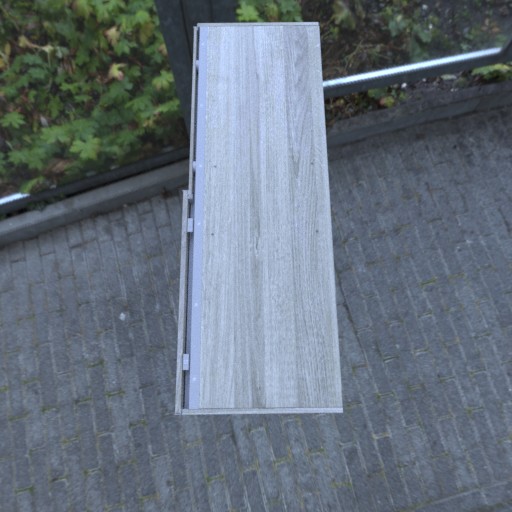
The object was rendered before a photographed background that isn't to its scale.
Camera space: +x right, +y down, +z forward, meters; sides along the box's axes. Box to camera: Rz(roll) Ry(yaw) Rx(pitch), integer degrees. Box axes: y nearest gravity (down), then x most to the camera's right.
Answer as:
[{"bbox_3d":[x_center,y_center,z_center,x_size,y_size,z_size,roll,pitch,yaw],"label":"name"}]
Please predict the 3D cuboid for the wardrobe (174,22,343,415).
[{"bbox_3d":[0.000,0.000,2.826,0.629,1.960,1.780,-1,74,0],"label":"wardrobe"}]
